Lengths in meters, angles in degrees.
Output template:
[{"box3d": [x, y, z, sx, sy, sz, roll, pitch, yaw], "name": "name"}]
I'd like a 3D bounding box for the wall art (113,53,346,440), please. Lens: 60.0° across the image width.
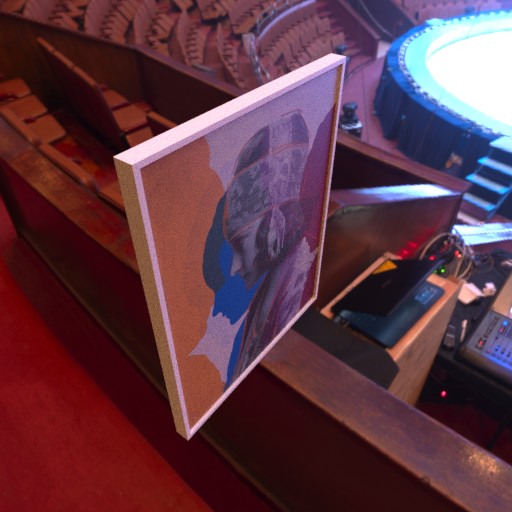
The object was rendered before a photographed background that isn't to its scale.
[{"box3d": [0.000, 0.000, 0.756, 0.030, 0.549, 0.443, 26, 47, 27], "name": "wall art"}]
